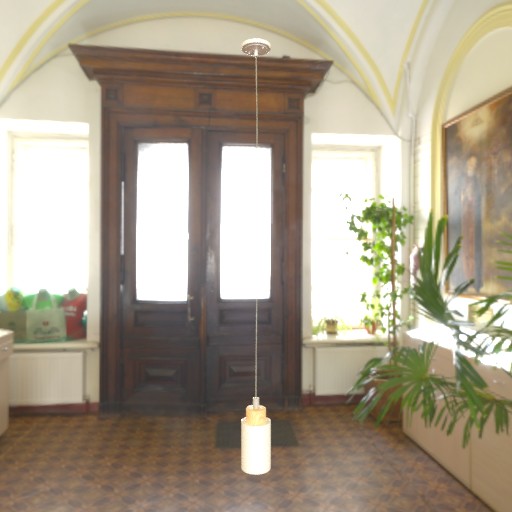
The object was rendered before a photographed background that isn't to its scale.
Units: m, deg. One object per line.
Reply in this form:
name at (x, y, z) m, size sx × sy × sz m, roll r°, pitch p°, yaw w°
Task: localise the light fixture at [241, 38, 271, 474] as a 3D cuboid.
light fixture at (0.000, 0.000, 1.889) m, size 0.125 × 1.798 × 0.125 m, roll 0°, pitch 0°, yaw 38°
